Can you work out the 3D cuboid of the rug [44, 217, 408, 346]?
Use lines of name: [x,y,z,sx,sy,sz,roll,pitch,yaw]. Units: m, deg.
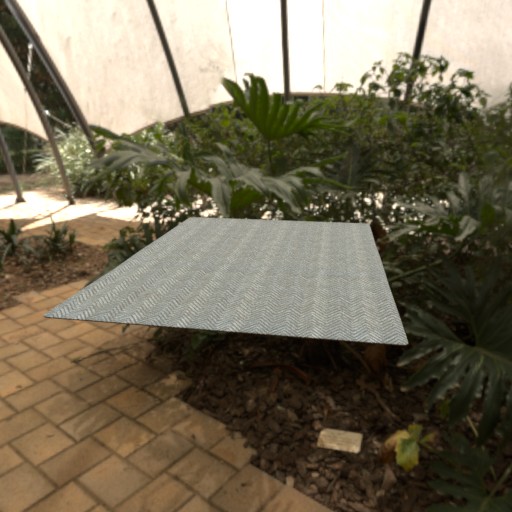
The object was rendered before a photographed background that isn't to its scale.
rug: [0.000,0.000,5.260,2.894,0.011,3.957,3,17,9]
